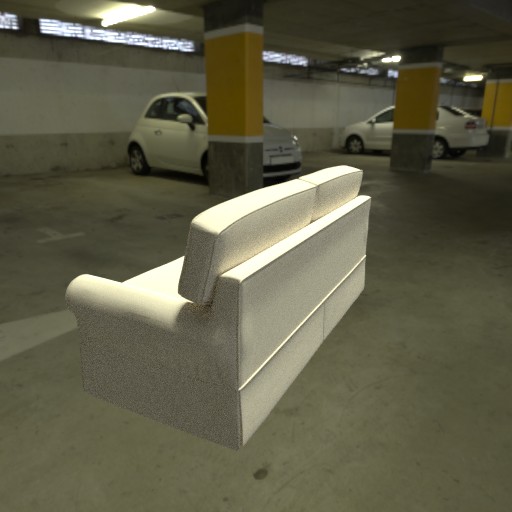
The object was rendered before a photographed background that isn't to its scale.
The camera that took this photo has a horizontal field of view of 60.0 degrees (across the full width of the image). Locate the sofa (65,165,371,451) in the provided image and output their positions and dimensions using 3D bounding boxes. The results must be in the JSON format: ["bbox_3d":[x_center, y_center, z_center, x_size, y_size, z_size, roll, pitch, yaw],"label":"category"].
[{"bbox_3d":[0.000,0.000,2.573,0.862,0.937,2.021,9,19,26],"label":"sofa"}]
